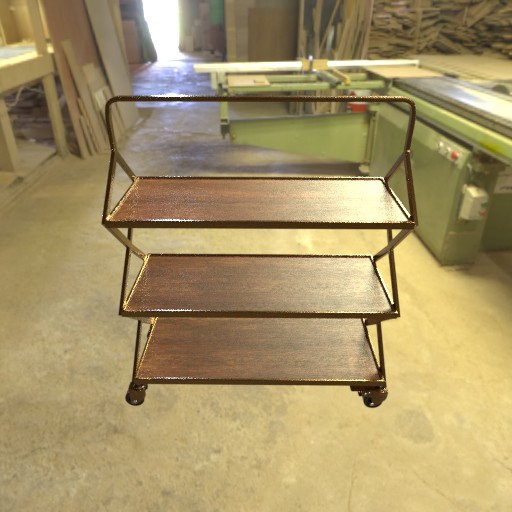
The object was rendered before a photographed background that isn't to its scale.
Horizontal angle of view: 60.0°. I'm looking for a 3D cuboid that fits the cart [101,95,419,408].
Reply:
[{"bbox_3d":[0.000,0.000,1.170,0.723,0.805,0.313,0,29,1],"label":"cart"}]
